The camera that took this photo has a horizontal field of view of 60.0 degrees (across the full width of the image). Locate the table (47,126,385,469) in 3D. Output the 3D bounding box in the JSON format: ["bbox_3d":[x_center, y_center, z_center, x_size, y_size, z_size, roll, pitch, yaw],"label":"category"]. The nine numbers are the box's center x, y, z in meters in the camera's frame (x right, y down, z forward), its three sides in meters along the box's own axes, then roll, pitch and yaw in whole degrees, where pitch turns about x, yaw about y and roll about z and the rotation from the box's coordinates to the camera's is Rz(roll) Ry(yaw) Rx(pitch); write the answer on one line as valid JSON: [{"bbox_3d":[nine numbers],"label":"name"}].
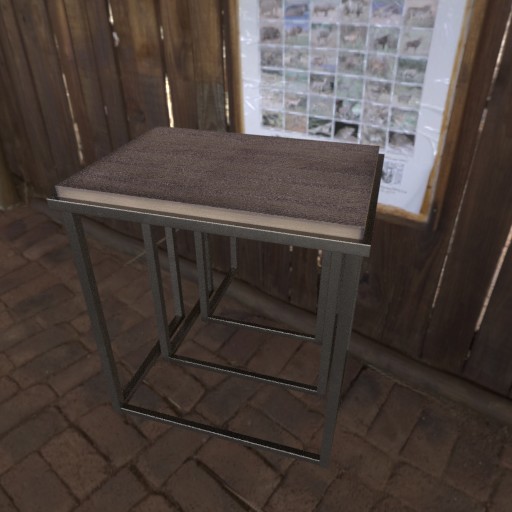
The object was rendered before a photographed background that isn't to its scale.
[{"bbox_3d":[0.000,0.000,1.150,0.559,0.610,0.706,9,34,14],"label":"table"}]
